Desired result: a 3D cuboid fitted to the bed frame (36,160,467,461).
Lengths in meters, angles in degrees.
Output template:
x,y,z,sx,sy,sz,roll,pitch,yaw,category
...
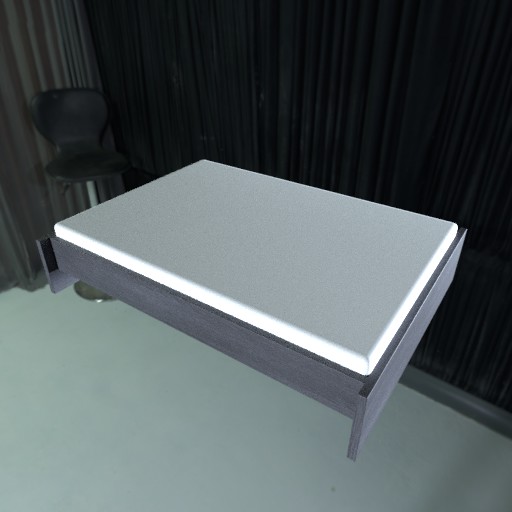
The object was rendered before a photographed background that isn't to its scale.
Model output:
x,y,z,sx,sy,sz,roll,pitch,yaw,category
0.000,0.000,2.595,1.950,0.432,1.490,20,37,29,bed frame
